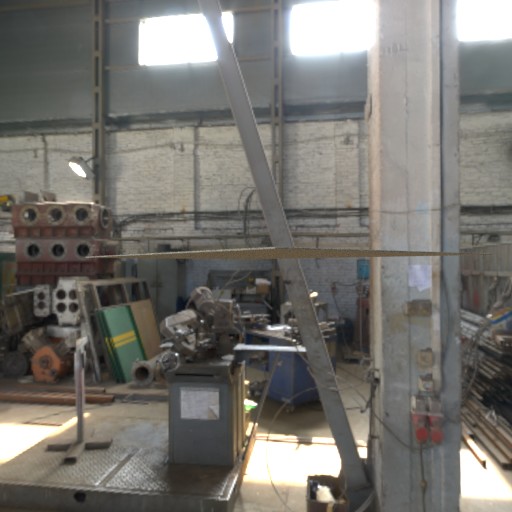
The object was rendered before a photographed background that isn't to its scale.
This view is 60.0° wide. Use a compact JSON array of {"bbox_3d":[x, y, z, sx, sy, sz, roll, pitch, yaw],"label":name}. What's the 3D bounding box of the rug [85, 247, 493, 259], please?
[{"bbox_3d":[0.000,0.000,2.876,1.521,0.006,2.283,1,-1,-36],"label":"rug"}]
